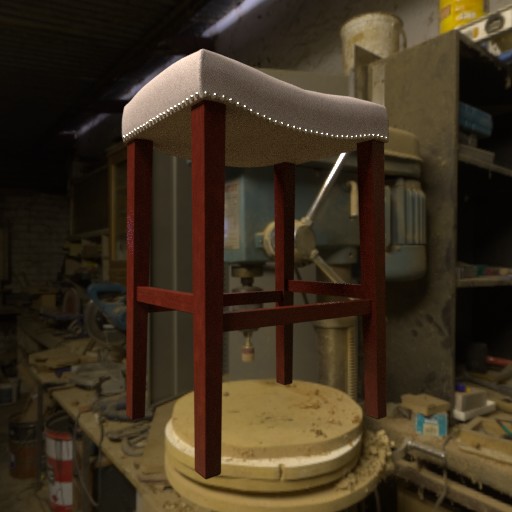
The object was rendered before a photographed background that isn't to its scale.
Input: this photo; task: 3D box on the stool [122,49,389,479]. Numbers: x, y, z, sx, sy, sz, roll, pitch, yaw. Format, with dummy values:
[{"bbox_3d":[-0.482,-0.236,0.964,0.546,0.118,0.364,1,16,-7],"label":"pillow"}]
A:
[{"bbox_3d":[0.000,0.000,1.020,0.504,0.742,0.372,0,0,-37],"label":"stool"}]
